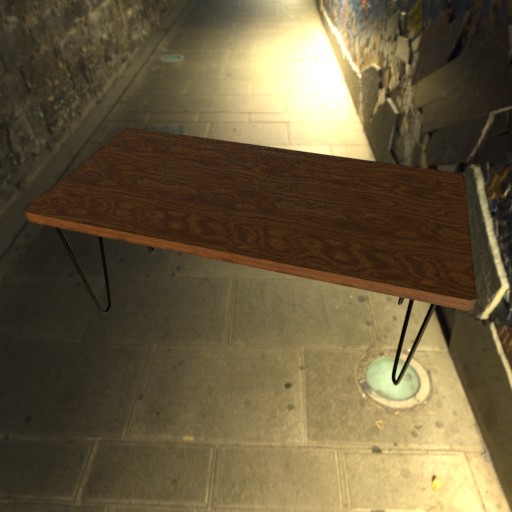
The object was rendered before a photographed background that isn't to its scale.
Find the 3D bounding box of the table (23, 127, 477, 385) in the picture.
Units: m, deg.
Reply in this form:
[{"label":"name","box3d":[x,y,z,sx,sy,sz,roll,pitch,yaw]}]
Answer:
[{"label":"table","box3d":[0.000,0.000,2.218,1.791,0.753,0.883,11,41,13]}]
